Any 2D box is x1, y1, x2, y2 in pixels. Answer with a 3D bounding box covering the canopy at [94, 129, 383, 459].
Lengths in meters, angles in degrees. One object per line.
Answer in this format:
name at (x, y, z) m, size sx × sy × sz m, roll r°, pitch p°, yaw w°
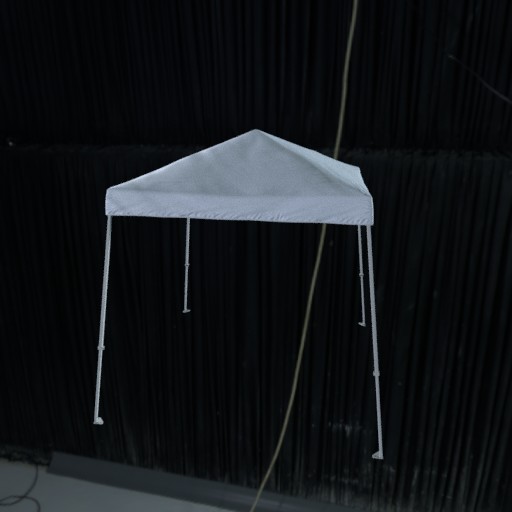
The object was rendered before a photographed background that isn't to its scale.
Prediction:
canopy at (0.000, 0.000, 6.555) m, size 3.599 × 3.600 × 3.600 m, roll 3°, pitch 17°, yaw 10°
